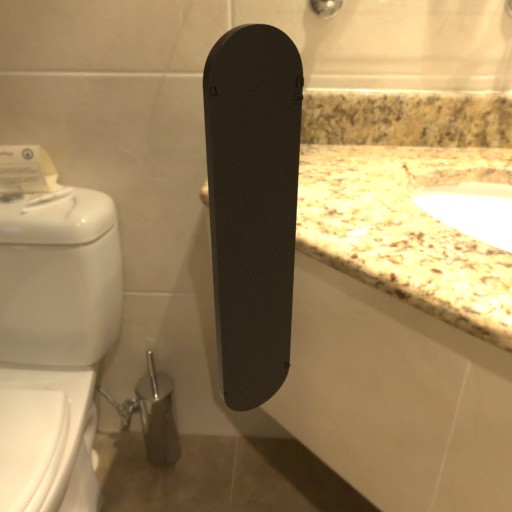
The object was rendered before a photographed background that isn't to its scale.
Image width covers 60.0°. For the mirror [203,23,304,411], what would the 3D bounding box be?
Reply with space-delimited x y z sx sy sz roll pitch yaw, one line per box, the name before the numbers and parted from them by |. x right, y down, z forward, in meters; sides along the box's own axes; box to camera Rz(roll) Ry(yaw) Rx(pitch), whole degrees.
mirror | 0.000 0.000 1.067 0.222 0.991 0.032 -18 33 -29
